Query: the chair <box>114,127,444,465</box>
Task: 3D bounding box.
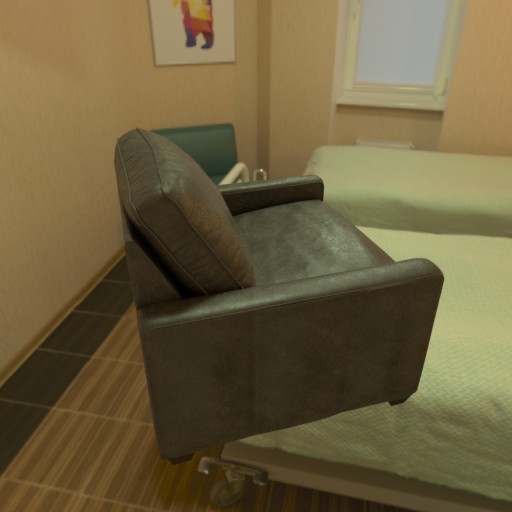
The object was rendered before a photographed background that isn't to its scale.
[{"bbox_3d":[0.000,0.000,1.710,0.939,0.916,1.006,-9,30,-15],"label":"chair"}]
